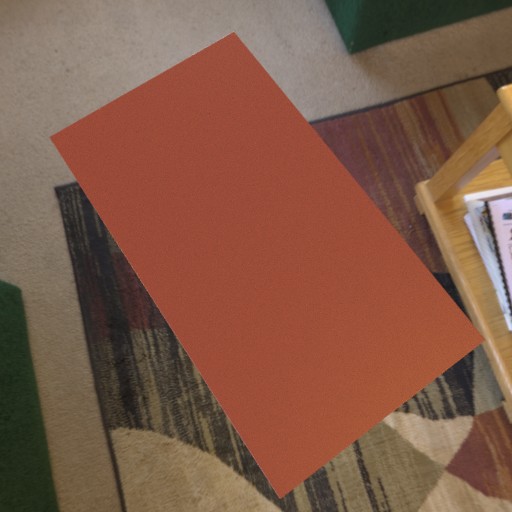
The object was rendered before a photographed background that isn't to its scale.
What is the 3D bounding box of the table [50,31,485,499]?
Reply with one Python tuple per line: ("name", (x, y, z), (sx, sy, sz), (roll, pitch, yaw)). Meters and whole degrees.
("table", (0.000, 0.000, 1.359), (0.612, 0.493, 1.068), (-34, 78, -9))
